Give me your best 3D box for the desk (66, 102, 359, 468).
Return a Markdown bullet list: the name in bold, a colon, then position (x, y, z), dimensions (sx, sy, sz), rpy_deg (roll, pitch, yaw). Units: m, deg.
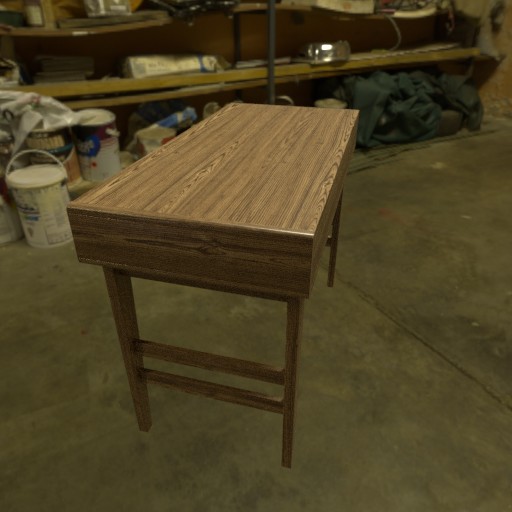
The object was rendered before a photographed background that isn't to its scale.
- **desk**: position (0.000, 0.000, 1.469), dimensions (0.508, 0.755, 1.067), rpy_deg (8, 31, 14)
